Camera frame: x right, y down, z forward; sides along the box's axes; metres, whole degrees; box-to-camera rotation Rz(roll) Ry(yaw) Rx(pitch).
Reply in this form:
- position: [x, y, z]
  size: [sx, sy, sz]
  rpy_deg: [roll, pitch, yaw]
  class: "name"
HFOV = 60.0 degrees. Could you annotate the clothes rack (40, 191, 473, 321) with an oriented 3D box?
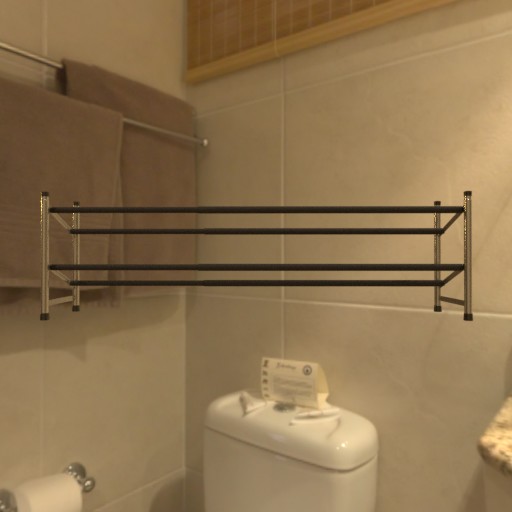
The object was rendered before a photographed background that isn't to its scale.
- position: [0.000, 0.000, 1.301]
  size: [1.168, 0.349, 0.229]
  rpy_deg: [0, 0, 0]
  class: "clothes rack"
